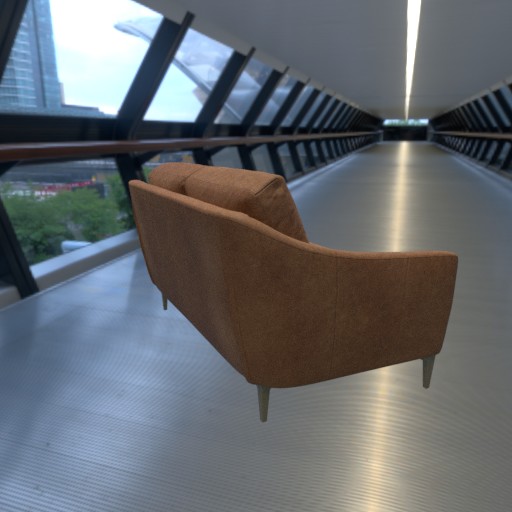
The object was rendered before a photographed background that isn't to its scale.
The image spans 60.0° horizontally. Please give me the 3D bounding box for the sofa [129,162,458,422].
[{"bbox_3d":[0.000,0.000,2.212,0.960,0.902,1.619,-7,16,-27],"label":"sofa"}]
